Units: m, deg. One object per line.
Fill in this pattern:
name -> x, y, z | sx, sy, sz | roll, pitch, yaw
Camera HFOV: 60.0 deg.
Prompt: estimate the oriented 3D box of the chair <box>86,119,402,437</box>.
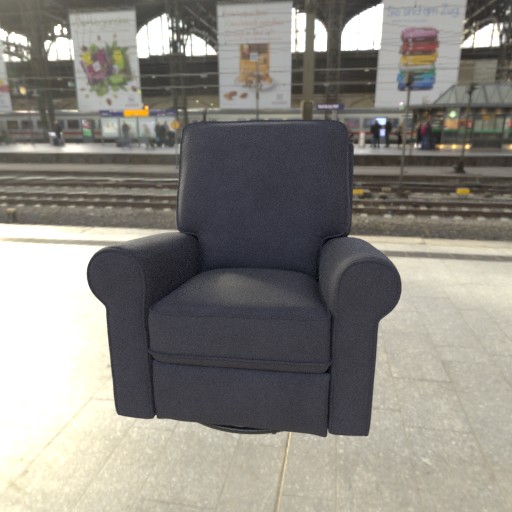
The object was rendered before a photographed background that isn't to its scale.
chair -> 0.000, 0.000, 1.615 | 0.890, 0.961, 0.878 | 2, 16, 7
